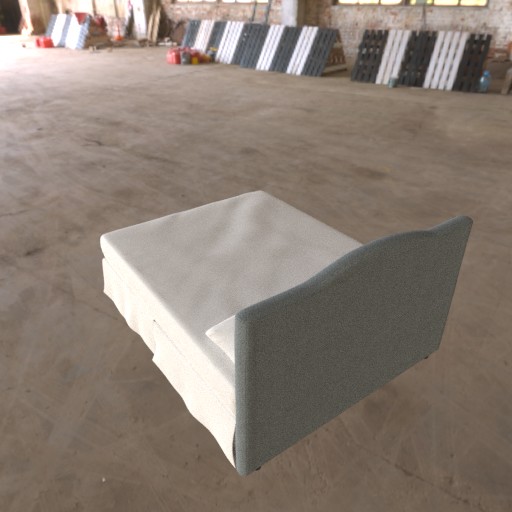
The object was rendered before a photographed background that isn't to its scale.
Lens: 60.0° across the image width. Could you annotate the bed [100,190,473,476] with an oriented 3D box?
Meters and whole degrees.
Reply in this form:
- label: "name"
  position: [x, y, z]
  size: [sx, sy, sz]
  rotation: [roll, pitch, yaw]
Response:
- label: "bed"
  position: [0.000, 0.000, 4.007]
  size: [2.161, 1.457, 2.689]
  rotation: [-20, 36, -30]
